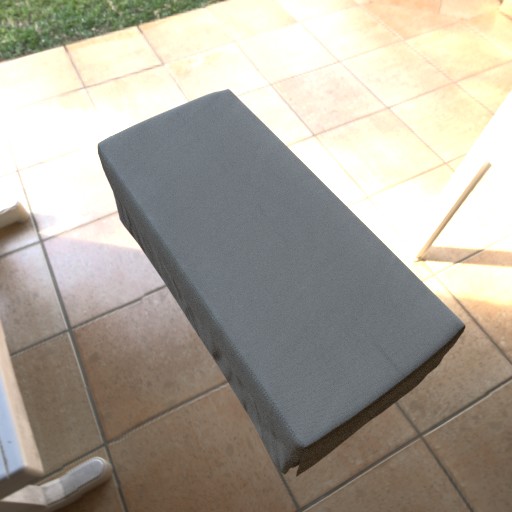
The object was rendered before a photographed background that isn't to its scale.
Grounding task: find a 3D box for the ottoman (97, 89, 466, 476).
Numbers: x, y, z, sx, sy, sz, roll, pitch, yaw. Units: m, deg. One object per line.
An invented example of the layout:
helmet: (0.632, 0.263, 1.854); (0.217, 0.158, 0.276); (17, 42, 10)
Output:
ottoman: (0.000, 0.000, 1.682); (0.665, 0.457, 1.388); (-30, 62, -17)
